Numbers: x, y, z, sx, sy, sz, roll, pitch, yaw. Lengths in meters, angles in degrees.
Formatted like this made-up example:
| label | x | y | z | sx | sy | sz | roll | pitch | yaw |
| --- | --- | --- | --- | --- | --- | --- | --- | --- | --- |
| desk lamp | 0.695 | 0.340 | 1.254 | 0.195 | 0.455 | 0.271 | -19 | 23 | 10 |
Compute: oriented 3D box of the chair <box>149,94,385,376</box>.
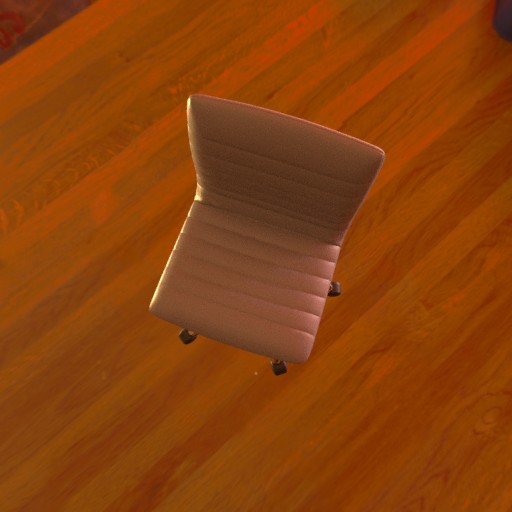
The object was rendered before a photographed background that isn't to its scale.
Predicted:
| label | x | y | z | sx | sy | sz | roll | pitch | yaw |
| --- | --- | --- | --- | --- | --- | --- | --- | --- | --- |
| chair | 0.000 | 0.000 | 1.165 | 0.569 | 0.750 | 0.542 | 18 | 76 | 5 |
